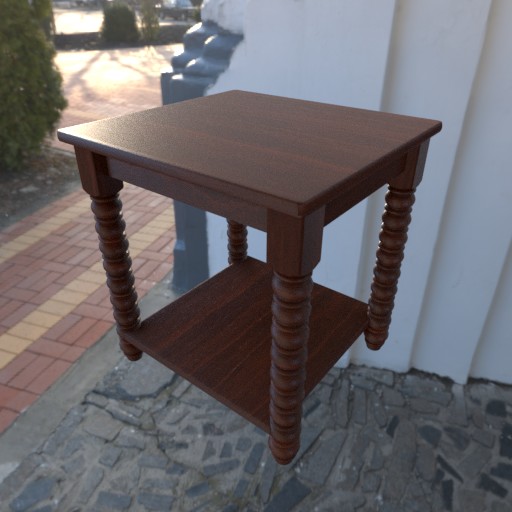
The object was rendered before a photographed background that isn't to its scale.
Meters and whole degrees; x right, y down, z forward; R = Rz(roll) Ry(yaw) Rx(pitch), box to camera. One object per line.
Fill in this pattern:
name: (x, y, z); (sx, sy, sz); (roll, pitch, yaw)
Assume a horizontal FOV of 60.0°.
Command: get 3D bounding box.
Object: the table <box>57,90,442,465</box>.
table: (0.000, 0.000, 0.971); (0.533, 0.567, 0.500); (22, 37, 32)
